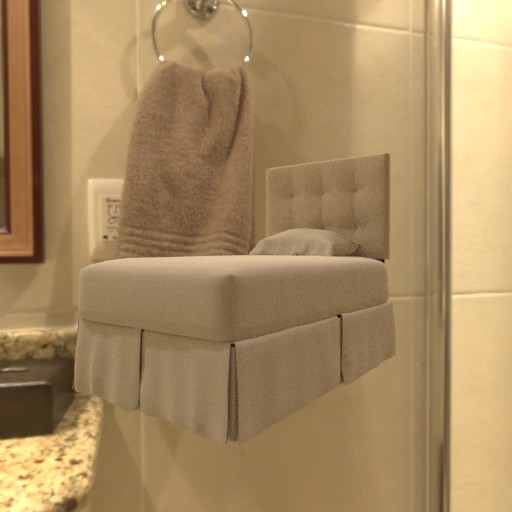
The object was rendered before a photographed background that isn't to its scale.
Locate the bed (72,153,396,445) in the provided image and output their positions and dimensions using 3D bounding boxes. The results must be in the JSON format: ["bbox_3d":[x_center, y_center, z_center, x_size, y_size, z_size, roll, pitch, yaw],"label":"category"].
[{"bbox_3d":[0.000,0.000,2.979,1.261,1.571,1.997,1,1,37],"label":"bed"}]
